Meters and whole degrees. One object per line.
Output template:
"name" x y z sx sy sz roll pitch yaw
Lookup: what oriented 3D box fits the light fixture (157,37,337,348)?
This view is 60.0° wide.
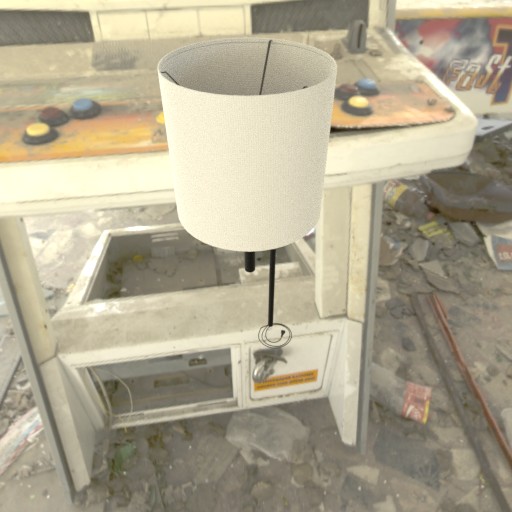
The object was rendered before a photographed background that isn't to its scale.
"light fixture" 0.000 0.000 0.682 0.188 0.589 0.248 11 42 13
